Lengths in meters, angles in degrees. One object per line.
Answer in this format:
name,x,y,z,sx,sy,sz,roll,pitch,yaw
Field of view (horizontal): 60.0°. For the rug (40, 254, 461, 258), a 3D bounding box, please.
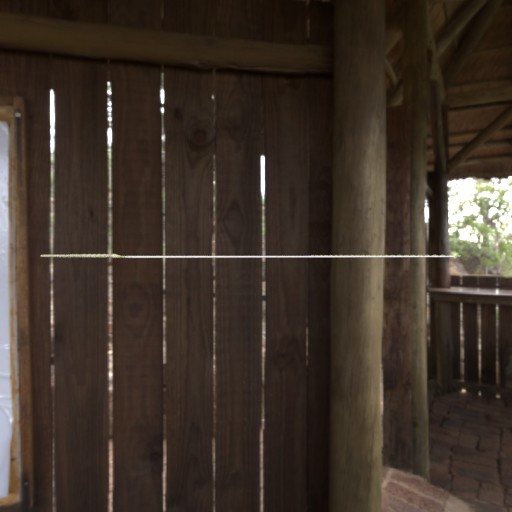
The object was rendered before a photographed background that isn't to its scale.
rug,0.000,0.000,2.303,1.875,0.013,1.162,0,0,-35
